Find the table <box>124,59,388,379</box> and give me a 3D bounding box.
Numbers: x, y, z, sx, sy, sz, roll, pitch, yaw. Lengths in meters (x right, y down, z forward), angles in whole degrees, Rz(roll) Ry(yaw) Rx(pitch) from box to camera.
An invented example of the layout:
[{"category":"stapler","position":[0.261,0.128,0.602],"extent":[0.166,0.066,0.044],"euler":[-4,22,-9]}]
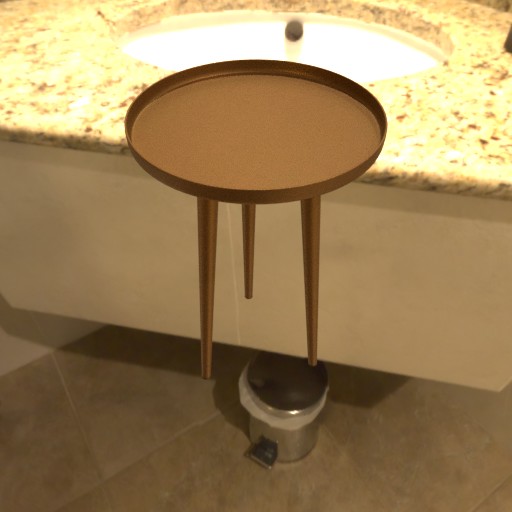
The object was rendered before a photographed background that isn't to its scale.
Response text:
[{"category":"table","position":[0.000,0.000,0.684],"extent":[0.299,0.480,0.299],"euler":[14,47,13]}]
